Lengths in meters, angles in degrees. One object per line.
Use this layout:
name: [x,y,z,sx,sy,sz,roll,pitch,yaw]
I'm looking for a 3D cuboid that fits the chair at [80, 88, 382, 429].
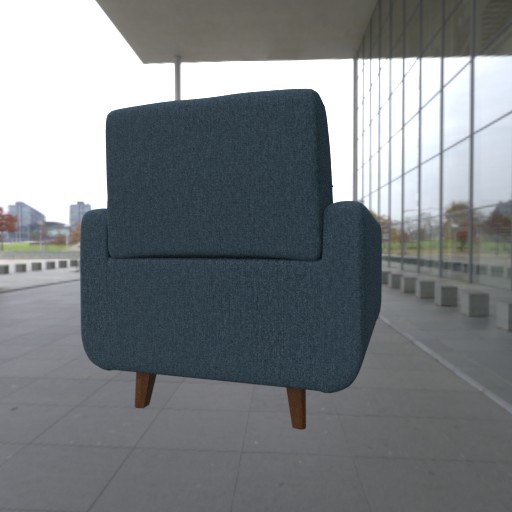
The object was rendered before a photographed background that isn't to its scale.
chair: [0.000,0.000,1.678,0.880,0.940,0.964,0,1,18]
